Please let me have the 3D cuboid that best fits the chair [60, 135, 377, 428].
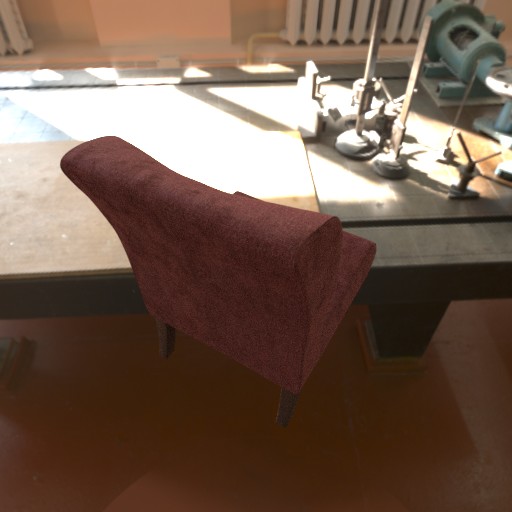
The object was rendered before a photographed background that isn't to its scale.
[{"bbox_3d":[0.000,0.000,1.249,0.538,0.846,0.640,24,51,21],"label":"chair"}]
